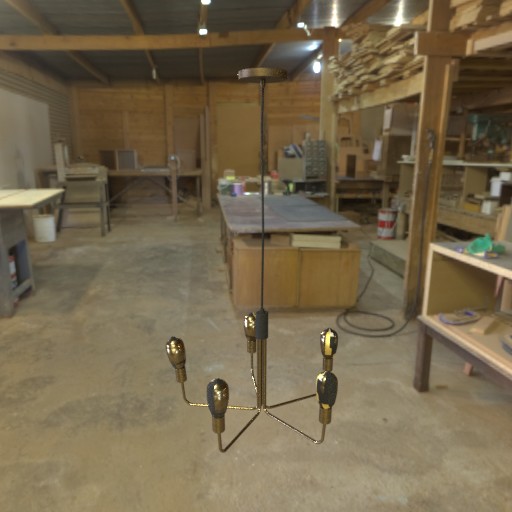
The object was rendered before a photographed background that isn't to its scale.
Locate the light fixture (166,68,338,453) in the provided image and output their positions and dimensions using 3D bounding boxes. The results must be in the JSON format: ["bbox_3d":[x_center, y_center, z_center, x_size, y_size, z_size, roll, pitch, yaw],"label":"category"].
[{"bbox_3d":[0.000,0.000,1.373,0.588,1.059,0.532,-2,14,-8],"label":"light fixture"}]
